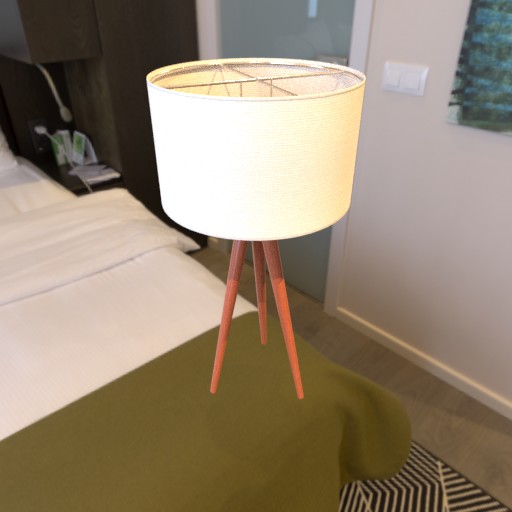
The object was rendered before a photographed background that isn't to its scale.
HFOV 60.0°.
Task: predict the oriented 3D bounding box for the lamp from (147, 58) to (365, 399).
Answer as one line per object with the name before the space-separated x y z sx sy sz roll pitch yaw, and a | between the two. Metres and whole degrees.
lamp | 0.000 0.000 0.919 0.355 0.709 0.354 9 33 13
